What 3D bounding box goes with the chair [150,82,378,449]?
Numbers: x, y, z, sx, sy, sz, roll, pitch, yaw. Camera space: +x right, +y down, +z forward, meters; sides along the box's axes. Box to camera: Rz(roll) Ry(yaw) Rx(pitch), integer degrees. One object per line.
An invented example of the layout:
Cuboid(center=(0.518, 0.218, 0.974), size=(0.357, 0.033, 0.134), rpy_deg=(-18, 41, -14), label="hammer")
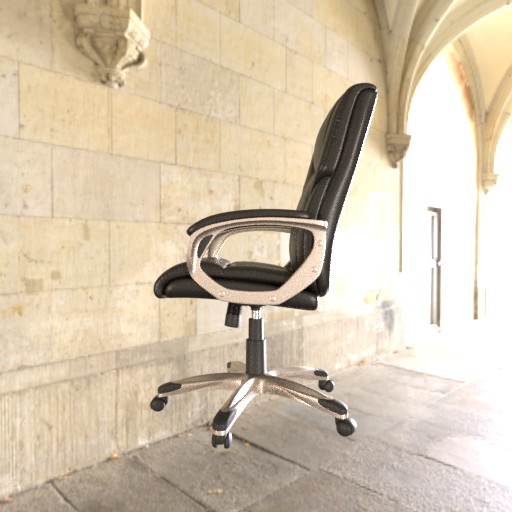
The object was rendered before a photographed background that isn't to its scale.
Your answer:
Cuboid(center=(0.000, 0.000, 1.637), size=(0.780, 1.145, 0.700), rpy_deg=(0, 1, 0), label="chair")
